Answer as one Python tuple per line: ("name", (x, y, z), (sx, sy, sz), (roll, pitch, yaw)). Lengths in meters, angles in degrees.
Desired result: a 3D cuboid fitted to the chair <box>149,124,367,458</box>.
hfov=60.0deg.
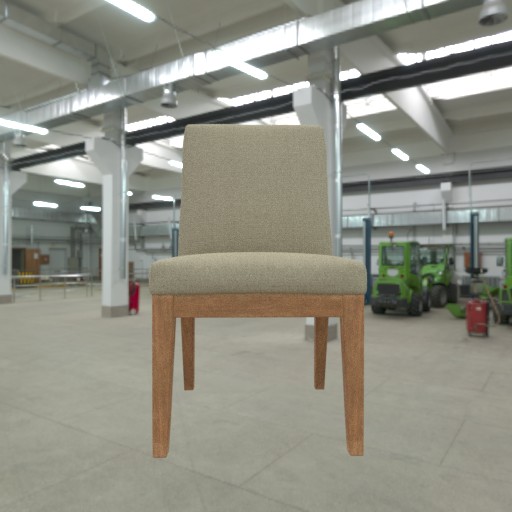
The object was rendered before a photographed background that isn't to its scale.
("chair", (0.000, 0.000, 1.278), (0.507, 0.911, 0.586), (0, 0, -1))
